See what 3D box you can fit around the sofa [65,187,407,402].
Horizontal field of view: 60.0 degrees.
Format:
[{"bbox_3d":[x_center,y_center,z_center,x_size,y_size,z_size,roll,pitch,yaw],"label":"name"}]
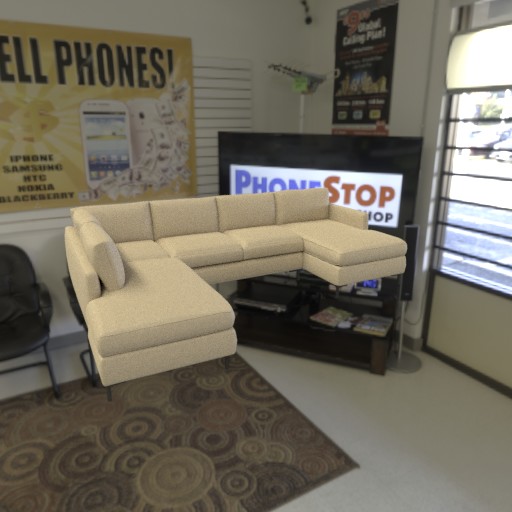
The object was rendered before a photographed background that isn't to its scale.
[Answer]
[{"bbox_3d":[0.000,0.000,3.581,2.737,0.756,1.879,-9,19,-26],"label":"sofa"}]
